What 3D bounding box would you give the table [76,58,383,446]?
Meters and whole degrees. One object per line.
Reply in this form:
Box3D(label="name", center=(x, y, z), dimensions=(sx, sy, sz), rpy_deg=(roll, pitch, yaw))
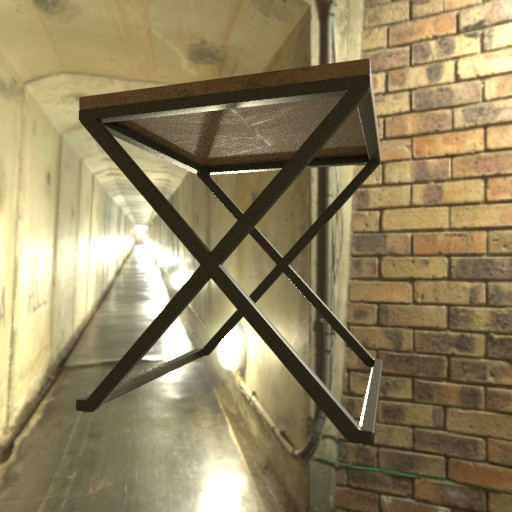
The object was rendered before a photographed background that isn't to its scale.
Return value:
Box3D(label="table", center=(0.000, 0.000, 0.932), dimensions=(0.498, 0.550, 0.499), rpy_deg=(0, -1, 17))
